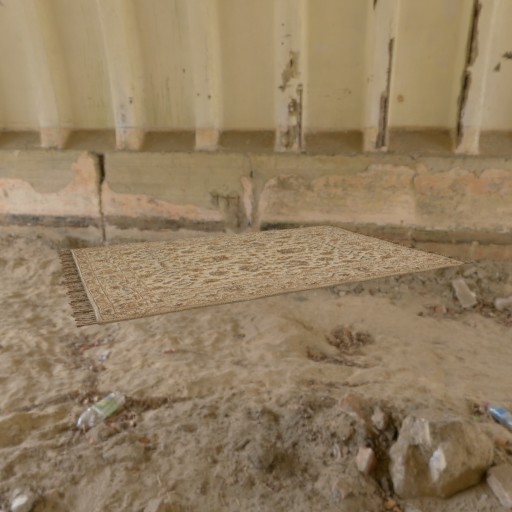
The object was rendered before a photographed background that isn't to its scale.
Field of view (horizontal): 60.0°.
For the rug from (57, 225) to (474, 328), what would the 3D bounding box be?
[{"bbox_3d":[0.000,0.000,3.032,2.434,0.027,1.529,-7,16,-25],"label":"rug"}]
